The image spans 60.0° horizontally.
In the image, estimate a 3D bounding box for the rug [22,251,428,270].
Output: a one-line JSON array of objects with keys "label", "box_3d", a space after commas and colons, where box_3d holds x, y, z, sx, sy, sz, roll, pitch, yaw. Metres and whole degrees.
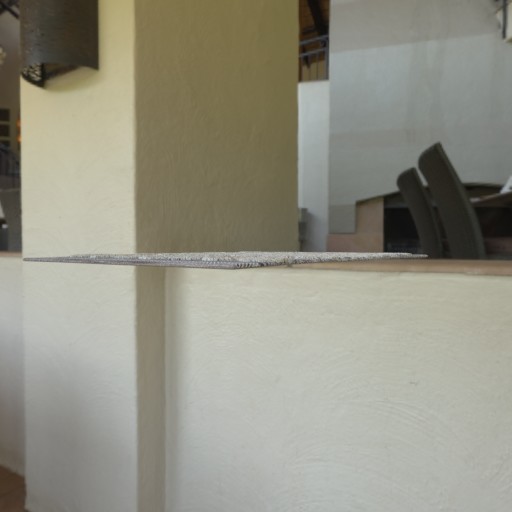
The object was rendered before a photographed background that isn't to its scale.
[{"label": "rug", "box_3d": [0.000, 0.000, 2.314, 1.222, 0.030, 1.823, 1, 2, 37]}]
